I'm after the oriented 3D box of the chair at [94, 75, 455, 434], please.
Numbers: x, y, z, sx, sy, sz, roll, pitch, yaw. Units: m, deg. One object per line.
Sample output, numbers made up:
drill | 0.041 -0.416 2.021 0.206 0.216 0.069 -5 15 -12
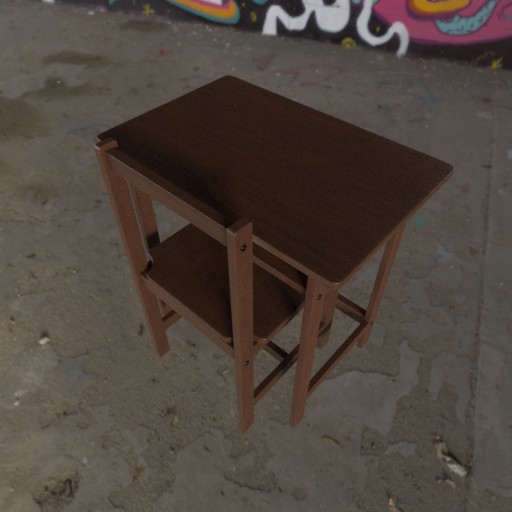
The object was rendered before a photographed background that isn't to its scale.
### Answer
chair | 0.000 0.000 1.042 0.599 0.673 0.463 33 54 28
